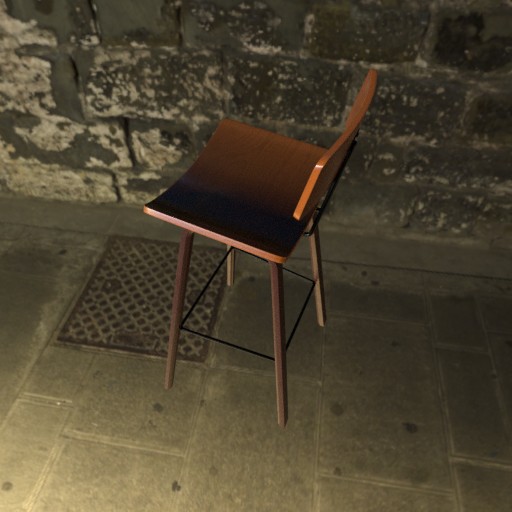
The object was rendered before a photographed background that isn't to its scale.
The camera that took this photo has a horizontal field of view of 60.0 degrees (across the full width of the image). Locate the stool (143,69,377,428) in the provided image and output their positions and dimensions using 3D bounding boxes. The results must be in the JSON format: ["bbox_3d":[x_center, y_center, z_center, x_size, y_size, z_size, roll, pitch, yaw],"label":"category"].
[{"bbox_3d":[0.000,0.000,1.212,0.440,0.969,0.509,17,49,16],"label":"stool"}]
